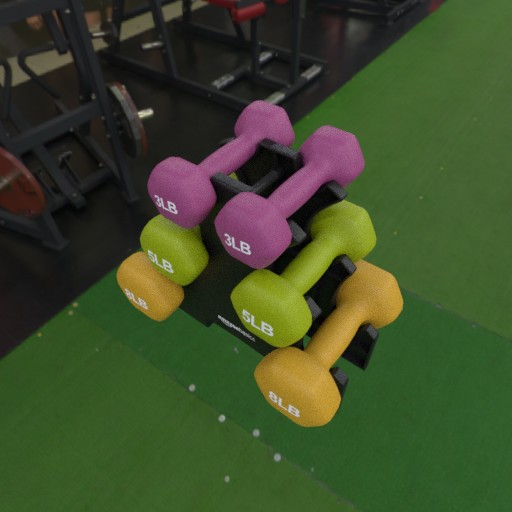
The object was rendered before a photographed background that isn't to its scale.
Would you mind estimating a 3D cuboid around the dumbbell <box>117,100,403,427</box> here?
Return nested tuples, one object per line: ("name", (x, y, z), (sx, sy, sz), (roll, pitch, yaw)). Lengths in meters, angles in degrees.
("dumbbell", (0.000, 0.000, 0.478), (0.300, 0.271, 0.190), (29, 53, 25))
